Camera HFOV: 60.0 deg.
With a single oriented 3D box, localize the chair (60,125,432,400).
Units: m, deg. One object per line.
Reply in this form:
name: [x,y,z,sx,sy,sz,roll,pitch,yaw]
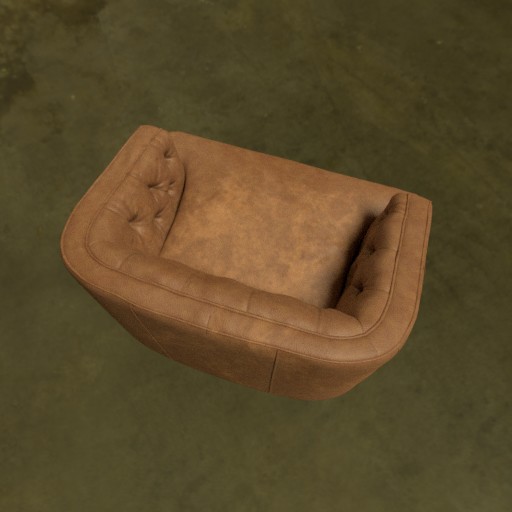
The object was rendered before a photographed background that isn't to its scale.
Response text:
chair: [0.000,0.000,1.702,1.119,0.836,0.911,17,64,8]
